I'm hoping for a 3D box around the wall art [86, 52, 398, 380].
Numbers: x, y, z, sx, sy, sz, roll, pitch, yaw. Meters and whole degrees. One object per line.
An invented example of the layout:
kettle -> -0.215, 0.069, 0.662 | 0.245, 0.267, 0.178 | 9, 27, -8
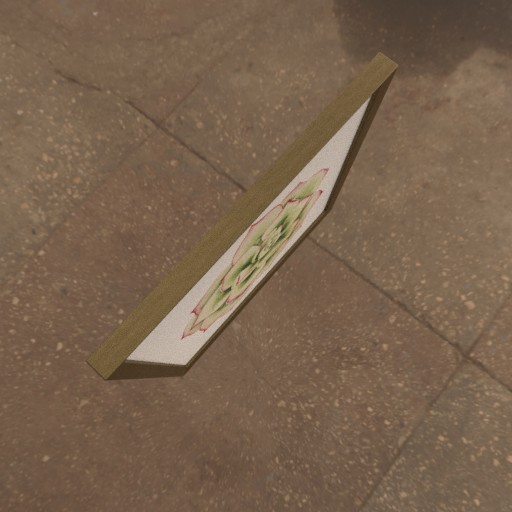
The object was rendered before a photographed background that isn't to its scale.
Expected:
wall art -> 0.000, 0.000, 0.750 | 0.031, 0.506, 0.503 | 40, 79, 10
